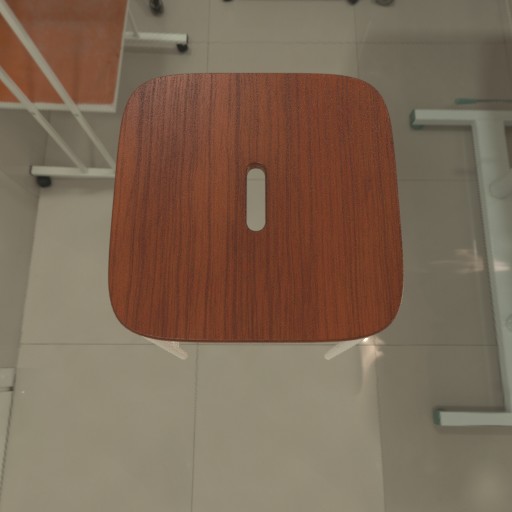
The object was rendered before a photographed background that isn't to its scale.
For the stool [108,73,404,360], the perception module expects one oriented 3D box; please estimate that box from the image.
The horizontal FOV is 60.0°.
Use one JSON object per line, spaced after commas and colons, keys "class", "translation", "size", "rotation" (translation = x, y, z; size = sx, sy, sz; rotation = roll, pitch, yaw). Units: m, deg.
{"class": "stool", "translation": [0.000, 0.000, 0.849], "size": [0.376, 0.610, 0.376], "rotation": [0, 76, 0]}
